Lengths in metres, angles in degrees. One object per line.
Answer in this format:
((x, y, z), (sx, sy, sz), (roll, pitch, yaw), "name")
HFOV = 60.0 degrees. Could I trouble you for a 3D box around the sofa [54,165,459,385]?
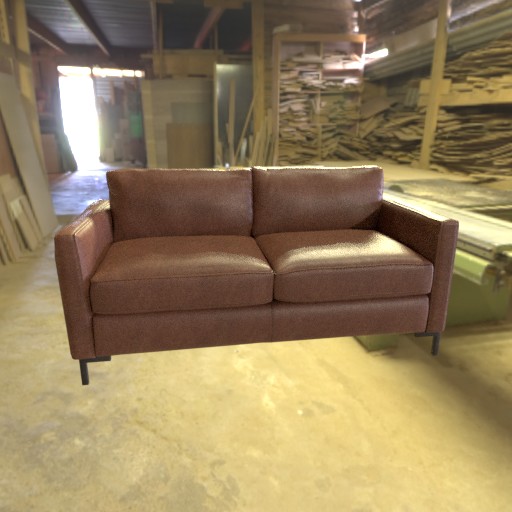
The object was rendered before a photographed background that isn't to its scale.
((0.000, 0.000, 2.334), (1.797, 0.883, 0.899), (-3, 17, -9), "sofa")
